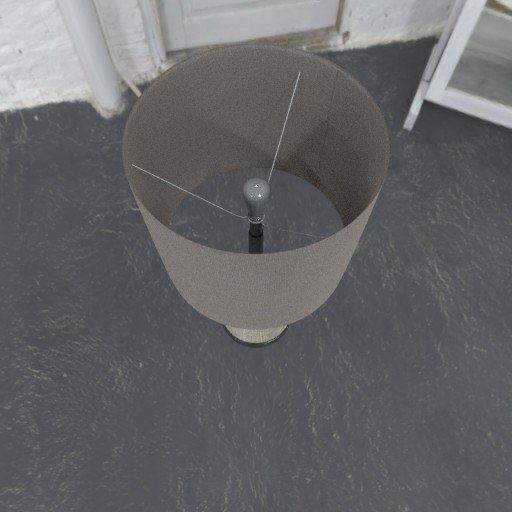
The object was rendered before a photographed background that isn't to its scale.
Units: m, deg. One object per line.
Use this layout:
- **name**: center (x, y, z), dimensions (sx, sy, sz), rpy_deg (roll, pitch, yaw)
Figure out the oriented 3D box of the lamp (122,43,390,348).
- **lamp**: center (0.000, 0.000, 0.588), dimensions (0.229, 0.470, 0.229), rpy_deg (-34, 69, -15)
